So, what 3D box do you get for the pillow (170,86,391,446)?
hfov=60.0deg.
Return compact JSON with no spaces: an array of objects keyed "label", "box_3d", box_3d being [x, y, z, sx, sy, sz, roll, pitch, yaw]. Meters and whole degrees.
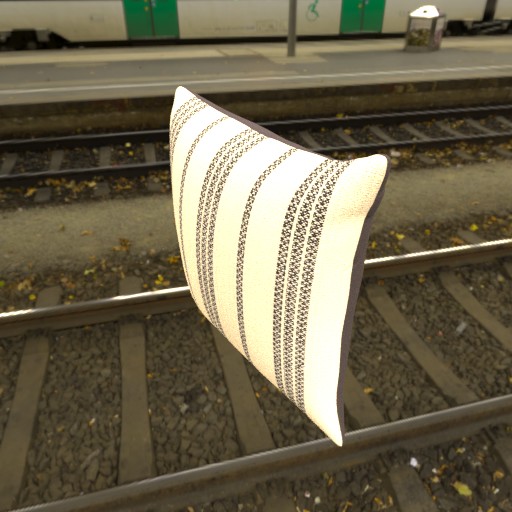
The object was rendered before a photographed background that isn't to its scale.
[{"label":"pillow","box_3d":[0.000,0.000,0.637,0.173,0.406,0.405,-21,37,-30]}]
